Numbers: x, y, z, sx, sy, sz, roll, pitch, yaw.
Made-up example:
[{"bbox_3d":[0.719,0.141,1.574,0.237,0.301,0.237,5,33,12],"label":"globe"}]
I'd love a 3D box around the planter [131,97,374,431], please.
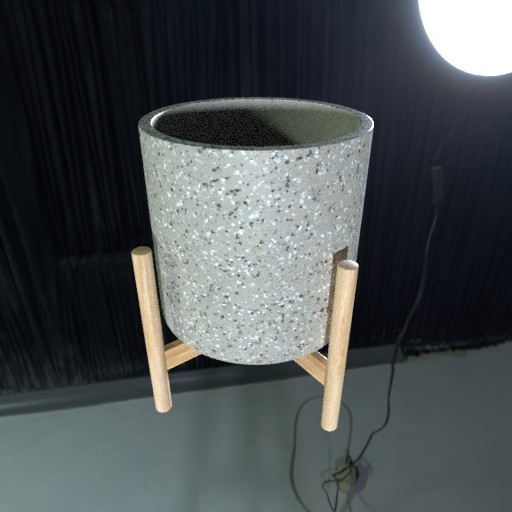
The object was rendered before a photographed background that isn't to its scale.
[{"bbox_3d":[0.000,0.000,0.689,0.360,0.419,0.360,-7,30,-13],"label":"planter"}]
